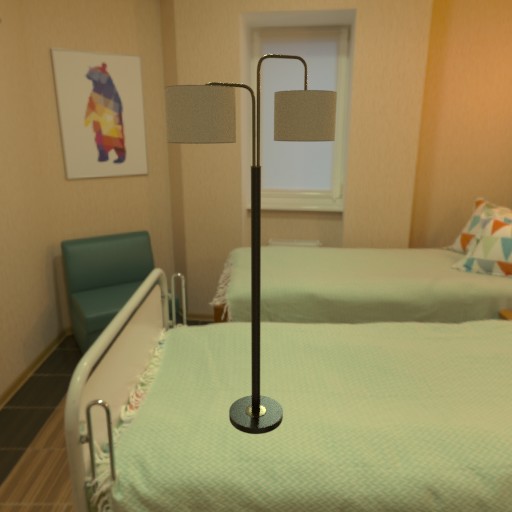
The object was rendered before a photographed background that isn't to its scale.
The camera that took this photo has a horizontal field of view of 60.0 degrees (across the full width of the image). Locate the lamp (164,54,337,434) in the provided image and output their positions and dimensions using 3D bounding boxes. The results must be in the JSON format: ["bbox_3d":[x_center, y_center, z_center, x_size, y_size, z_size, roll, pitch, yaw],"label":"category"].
[{"bbox_3d":[0.000,0.000,1.882,0.711,1.587,0.254,-9,18,-27],"label":"lamp"}]
